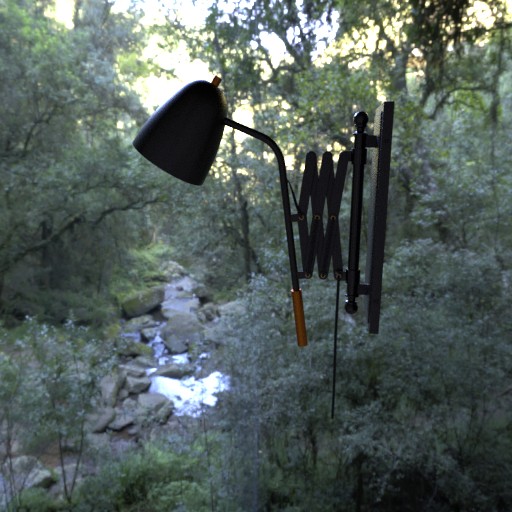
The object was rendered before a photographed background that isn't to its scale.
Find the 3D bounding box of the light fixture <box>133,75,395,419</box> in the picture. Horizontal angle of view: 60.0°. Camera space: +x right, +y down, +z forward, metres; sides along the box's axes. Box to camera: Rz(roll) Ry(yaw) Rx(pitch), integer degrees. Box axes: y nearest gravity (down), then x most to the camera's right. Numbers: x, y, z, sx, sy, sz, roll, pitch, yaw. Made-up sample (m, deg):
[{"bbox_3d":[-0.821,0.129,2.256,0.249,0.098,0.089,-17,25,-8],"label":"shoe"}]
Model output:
[{"bbox_3d":[0.000,0.000,0.929,0.499,0.715,0.162,2,14,9],"label":"light fixture"}]
